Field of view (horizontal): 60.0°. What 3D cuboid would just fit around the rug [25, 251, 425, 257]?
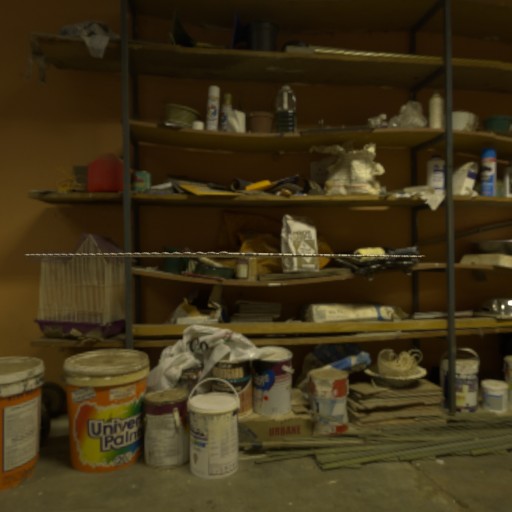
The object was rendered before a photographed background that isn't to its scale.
[{"bbox_3d":[0.000,0.000,3.061,1.563,0.014,2.425,0,0,38],"label":"rug"}]
